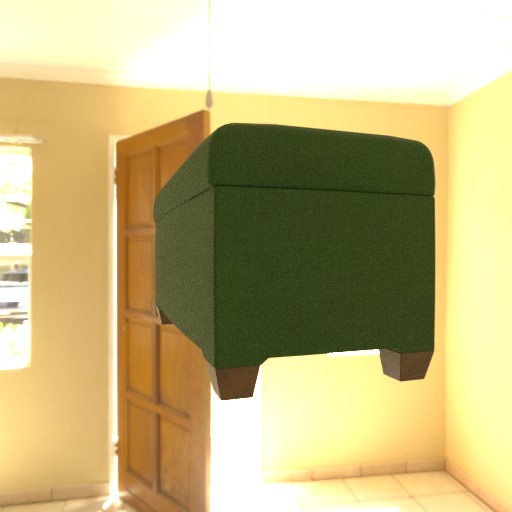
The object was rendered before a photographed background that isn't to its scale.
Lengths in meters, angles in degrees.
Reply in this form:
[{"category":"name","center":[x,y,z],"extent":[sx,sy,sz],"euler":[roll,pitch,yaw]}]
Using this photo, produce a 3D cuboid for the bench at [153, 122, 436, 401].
[{"category":"bench","center":[0.000,0.000,1.281],"extent":[0.505,0.501,0.989],"euler":[0,0,-19]}]
